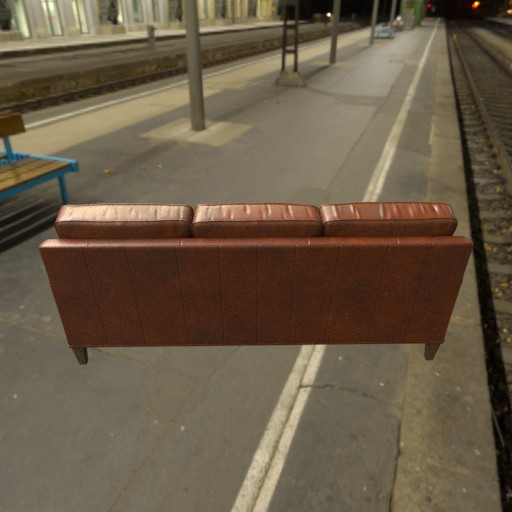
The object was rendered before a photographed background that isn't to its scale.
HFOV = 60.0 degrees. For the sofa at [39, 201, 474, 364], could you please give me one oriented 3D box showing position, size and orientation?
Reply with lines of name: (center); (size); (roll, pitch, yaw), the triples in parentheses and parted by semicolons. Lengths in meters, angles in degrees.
sofa: (0.000, 0.000, 2.816); (2.240, 1.003, 1.084); (0, 29, -1)
